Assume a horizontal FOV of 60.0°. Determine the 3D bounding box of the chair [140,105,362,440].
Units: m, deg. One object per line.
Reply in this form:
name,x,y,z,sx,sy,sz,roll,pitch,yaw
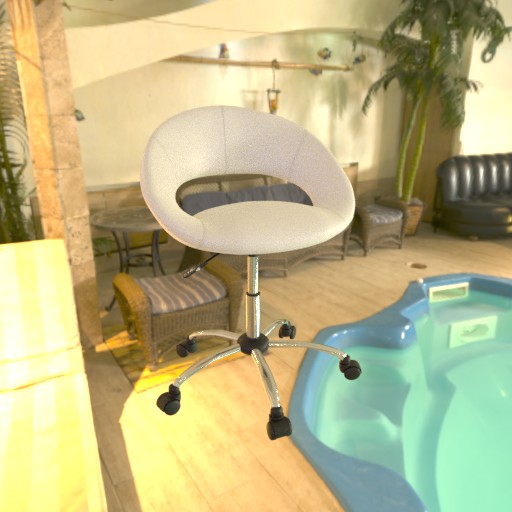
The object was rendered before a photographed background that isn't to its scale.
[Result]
chair,0.000,0.000,1.219,0.612,0.791,0.538,-9,20,-25
